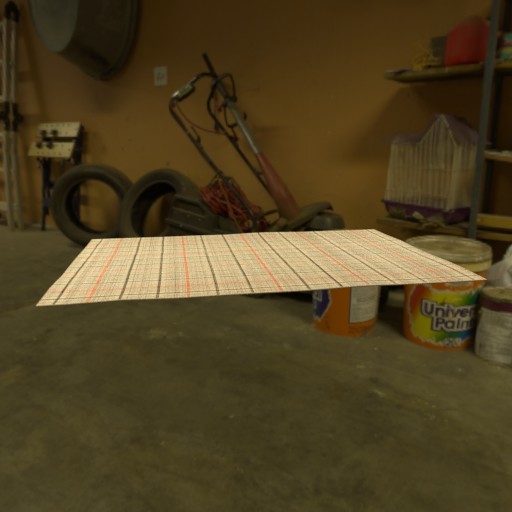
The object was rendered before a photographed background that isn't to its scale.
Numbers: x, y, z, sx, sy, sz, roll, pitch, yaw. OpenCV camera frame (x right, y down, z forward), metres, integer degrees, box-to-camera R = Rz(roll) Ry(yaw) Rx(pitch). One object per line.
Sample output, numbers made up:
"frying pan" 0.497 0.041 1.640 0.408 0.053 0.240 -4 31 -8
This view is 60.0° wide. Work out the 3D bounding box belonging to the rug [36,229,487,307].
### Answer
"rug" 0.000 0.000 3.078 2.439 0.015 1.524 -3 15 -10
